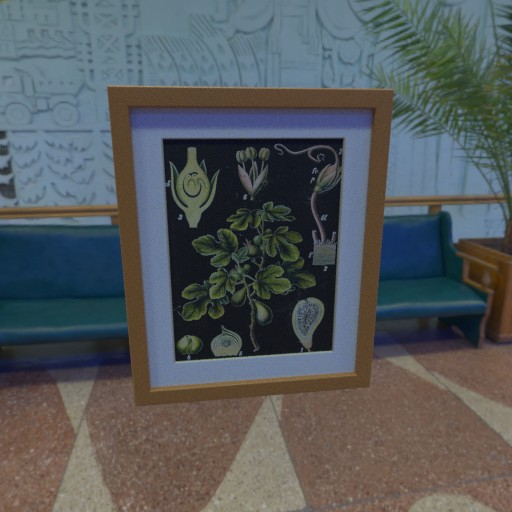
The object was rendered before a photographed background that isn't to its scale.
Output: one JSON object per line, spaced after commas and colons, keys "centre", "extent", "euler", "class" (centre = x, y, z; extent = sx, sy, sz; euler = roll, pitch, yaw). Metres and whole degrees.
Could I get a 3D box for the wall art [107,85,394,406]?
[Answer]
{"centre": [0.000, 0.000, 0.777], "extent": [0.452, 0.553, 0.022], "euler": [-2, 16, -8], "class": "wall art"}
